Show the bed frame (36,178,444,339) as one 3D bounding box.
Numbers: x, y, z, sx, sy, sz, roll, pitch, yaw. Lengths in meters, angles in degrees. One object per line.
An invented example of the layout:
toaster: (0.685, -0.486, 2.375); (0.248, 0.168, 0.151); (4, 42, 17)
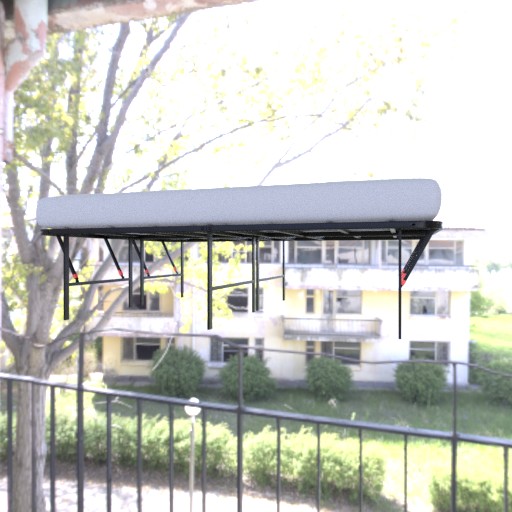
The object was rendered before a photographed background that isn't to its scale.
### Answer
bed frame: (0.000, 0.000, 2.557); (1.905, 0.637, 1.372); (0, 0, 18)
